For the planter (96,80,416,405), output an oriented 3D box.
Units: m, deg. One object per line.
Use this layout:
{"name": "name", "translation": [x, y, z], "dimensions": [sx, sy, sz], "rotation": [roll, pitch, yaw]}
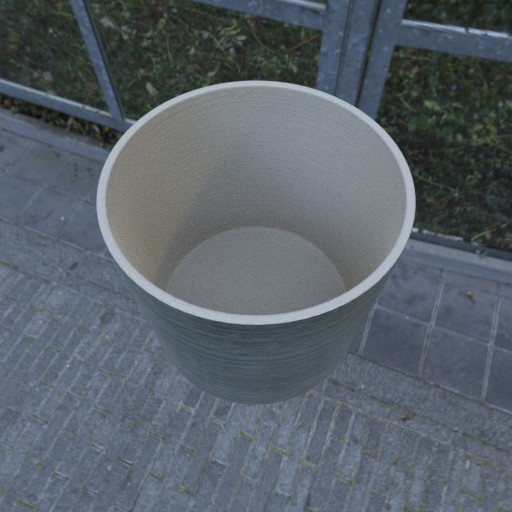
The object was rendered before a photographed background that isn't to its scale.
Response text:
{"name": "planter", "translation": [0.000, 0.000, 0.397], "dimensions": [0.221, 0.201, 0.221], "rotation": [0, 57, 0]}
